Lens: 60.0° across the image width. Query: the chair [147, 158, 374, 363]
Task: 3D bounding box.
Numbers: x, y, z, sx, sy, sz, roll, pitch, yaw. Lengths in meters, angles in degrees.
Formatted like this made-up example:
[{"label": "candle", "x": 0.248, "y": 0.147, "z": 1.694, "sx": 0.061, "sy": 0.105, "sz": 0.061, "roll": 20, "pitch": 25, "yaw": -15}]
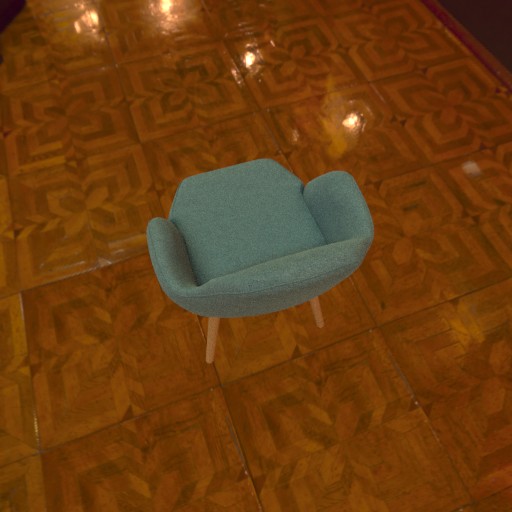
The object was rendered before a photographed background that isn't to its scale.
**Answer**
[{"label": "chair", "x": 0.000, "y": 0.000, "z": 1.374, "sx": 0.589, "sy": 0.920, "sz": 0.666, "roll": -16, "pitch": 61, "yaw": -9}]
